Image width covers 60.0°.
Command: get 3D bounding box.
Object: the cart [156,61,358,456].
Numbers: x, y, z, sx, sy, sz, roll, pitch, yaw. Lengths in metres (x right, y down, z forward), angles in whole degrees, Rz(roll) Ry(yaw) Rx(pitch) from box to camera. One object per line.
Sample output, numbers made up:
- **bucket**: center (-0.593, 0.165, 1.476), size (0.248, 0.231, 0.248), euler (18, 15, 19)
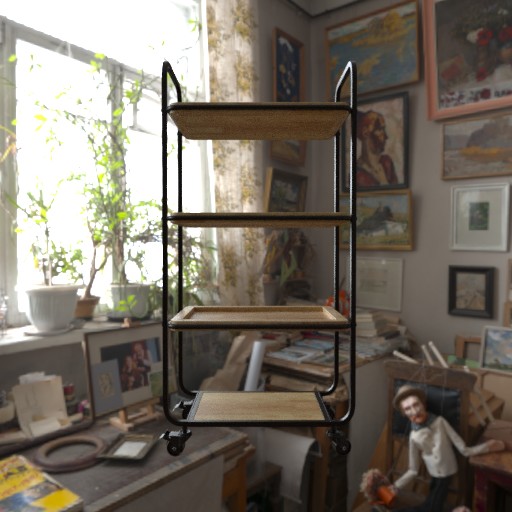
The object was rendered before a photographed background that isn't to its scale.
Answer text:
- **cart**: center (0.000, 0.000, 1.321), size (0.545, 1.080, 0.321), euler (0, 1, 0)
